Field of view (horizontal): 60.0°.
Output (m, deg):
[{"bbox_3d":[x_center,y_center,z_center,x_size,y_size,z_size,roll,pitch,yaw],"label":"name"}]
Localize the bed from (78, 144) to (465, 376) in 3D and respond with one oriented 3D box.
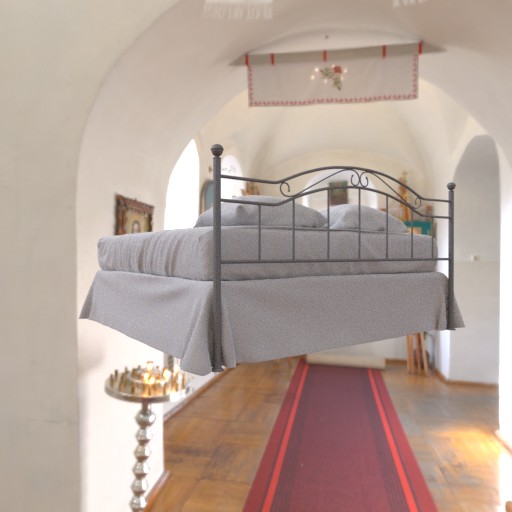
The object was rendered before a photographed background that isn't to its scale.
[{"bbox_3d":[0.000,0.000,3.533,2.309,1.080,2.220,0,0,-35],"label":"bed"}]
